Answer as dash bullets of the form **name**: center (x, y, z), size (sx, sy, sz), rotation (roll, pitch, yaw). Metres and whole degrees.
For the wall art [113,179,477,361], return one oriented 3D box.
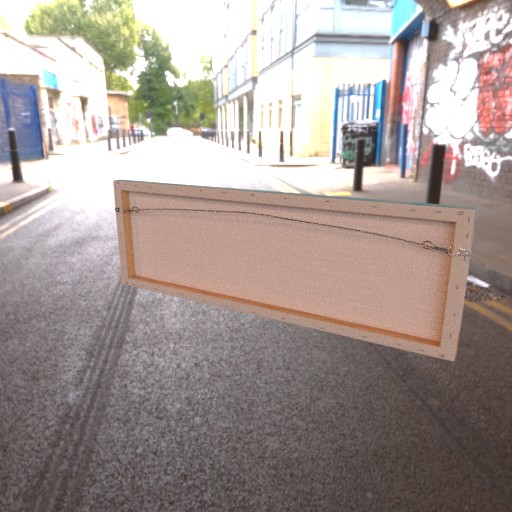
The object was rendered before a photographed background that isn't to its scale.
- **wall art**: center (0.000, 0.000, 0.875), size (0.759, 0.254, 0.044), rotation (9, 19, 29)
